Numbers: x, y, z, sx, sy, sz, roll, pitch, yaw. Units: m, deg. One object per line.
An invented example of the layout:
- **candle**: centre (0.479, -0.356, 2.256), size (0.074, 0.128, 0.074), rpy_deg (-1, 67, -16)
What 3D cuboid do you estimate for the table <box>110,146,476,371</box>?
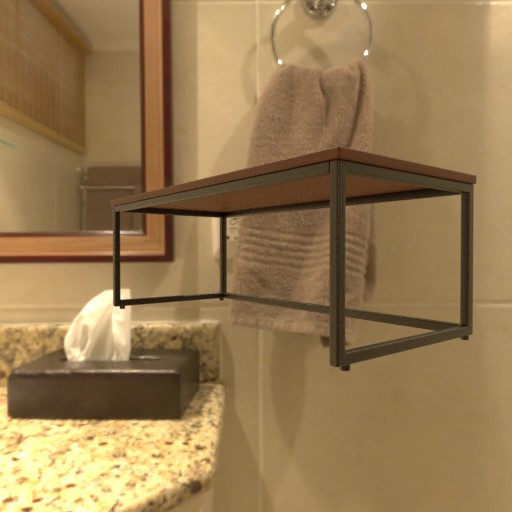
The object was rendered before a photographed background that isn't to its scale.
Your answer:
- **table**: centre (0.000, 0.000, 1.358), size (0.500, 0.400, 1.100), rpy_deg (-1, 1, -38)
